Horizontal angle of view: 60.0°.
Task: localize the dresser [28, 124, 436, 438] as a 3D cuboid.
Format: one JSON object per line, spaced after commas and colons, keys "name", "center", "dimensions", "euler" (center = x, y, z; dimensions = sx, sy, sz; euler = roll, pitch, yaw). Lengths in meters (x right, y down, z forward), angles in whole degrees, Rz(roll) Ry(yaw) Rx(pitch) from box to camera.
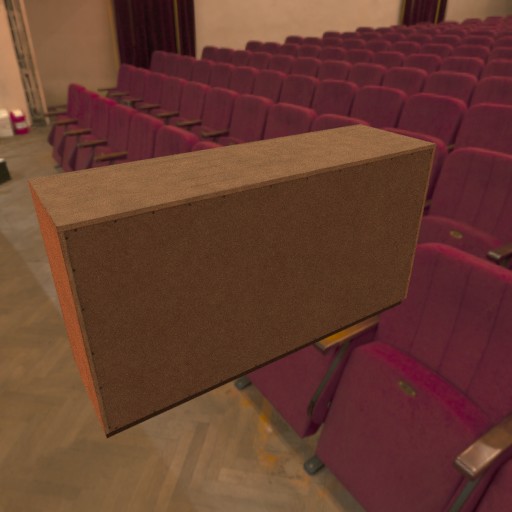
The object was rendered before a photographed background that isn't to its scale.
{"name": "dresser", "center": [0.000, 0.000, 2.002], "dimensions": [1.628, 0.889, 0.483], "euler": [-17, 33, -28]}
